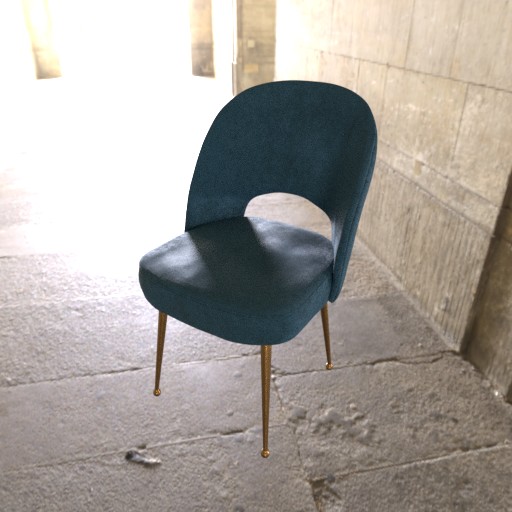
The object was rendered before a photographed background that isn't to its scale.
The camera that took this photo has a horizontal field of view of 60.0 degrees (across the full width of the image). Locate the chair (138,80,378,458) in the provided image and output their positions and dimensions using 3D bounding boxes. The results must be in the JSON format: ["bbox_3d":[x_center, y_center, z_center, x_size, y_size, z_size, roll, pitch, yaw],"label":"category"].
[{"bbox_3d":[0.000,0.000,1.240,0.527,0.860,0.577,17,33,29],"label":"chair"}]
